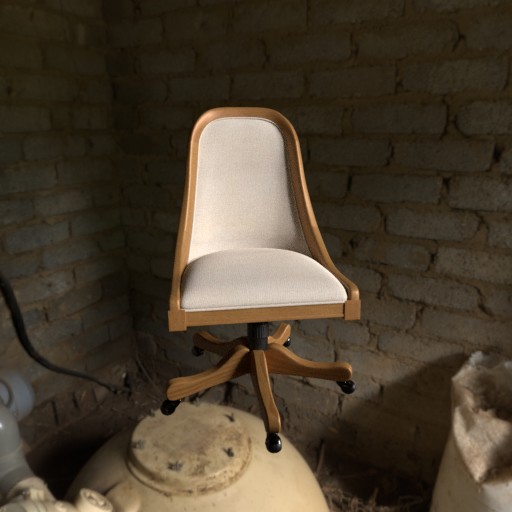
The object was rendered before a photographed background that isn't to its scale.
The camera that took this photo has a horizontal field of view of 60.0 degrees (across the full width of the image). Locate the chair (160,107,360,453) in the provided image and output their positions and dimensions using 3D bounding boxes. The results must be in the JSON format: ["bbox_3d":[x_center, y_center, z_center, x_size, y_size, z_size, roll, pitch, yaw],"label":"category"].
[{"bbox_3d":[0.000,0.000,1.558,0.702,1.009,0.811,-2,17,-8],"label":"chair"}]
